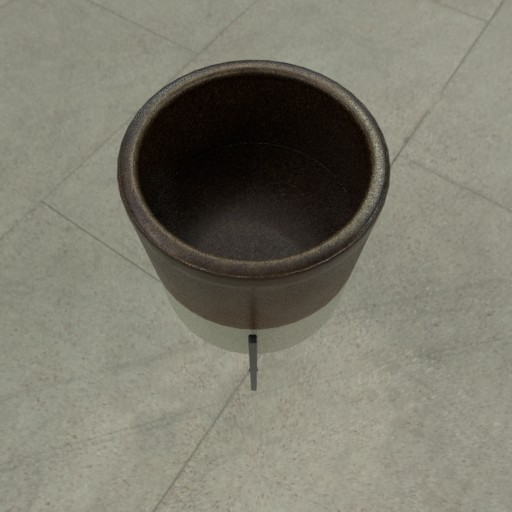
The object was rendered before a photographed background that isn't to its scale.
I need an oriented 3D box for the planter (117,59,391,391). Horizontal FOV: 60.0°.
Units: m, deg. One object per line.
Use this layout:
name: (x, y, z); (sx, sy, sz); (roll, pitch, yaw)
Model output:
planter: (0.000, 0.000, 0.561); (0.255, 0.375, 0.269); (-1, 64, 0)
